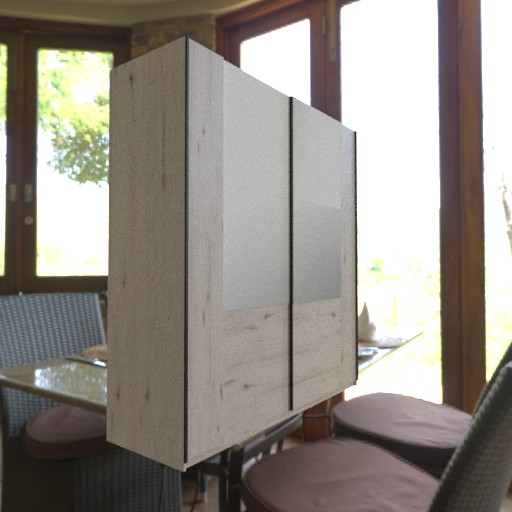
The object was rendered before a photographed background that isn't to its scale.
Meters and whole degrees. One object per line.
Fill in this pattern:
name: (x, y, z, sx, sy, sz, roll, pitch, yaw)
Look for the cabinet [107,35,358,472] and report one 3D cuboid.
cabinet: (0.000, 0.000, 3.200, 0.660, 2.180, 2.000, -1, -2, 38)
